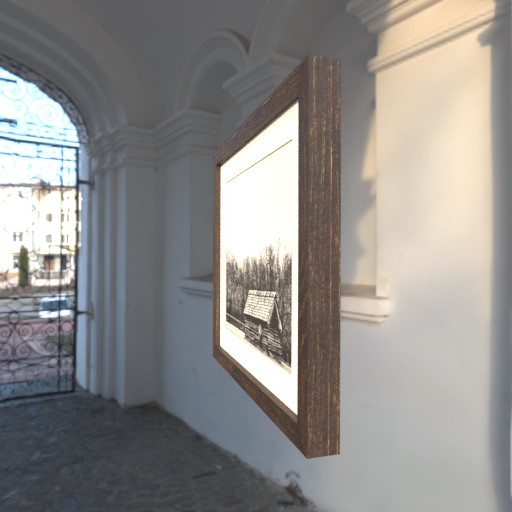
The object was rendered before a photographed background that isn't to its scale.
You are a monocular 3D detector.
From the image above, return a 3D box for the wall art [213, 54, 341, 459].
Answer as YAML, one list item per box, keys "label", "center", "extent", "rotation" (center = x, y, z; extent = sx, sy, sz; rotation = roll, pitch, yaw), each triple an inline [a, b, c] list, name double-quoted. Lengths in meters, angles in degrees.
- label: "wall art"
  center: [0.000, 0.000, 0.548]
  extent: [0.031, 0.330, 0.381]
  rotation: [0, 0, -17]
